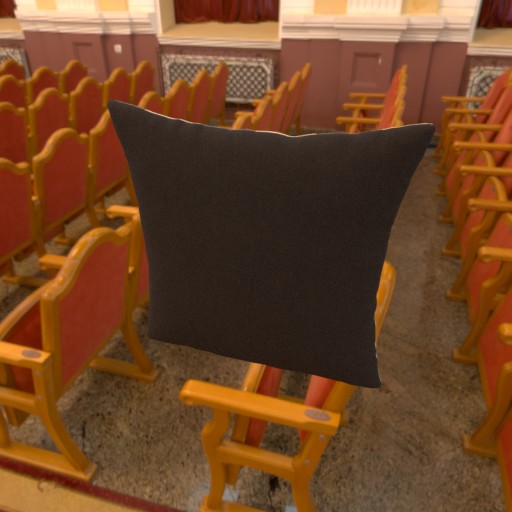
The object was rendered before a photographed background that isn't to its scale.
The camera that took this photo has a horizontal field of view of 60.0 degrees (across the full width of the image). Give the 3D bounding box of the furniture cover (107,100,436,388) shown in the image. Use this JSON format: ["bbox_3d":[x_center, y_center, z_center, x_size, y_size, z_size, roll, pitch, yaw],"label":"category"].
[{"bbox_3d":[0.000,0.000,0.795,0.511,0.509,0.161,9,32,15],"label":"furniture cover"}]
